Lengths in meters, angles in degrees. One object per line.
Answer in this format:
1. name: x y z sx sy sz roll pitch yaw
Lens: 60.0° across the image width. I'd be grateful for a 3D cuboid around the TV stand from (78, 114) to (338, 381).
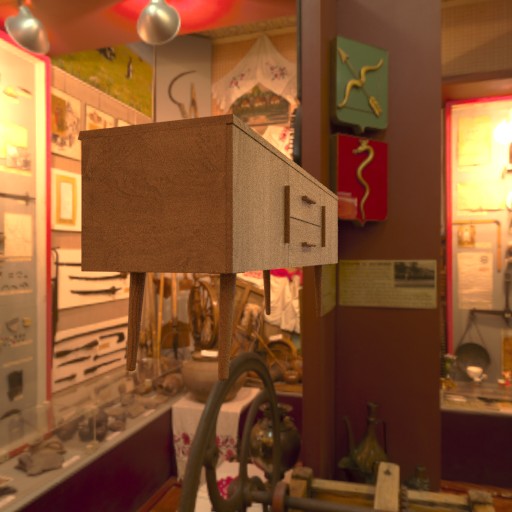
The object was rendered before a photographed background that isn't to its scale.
1. TV stand: 0.000 0.000 1.560 0.401 0.565 1.313 0 0 19
